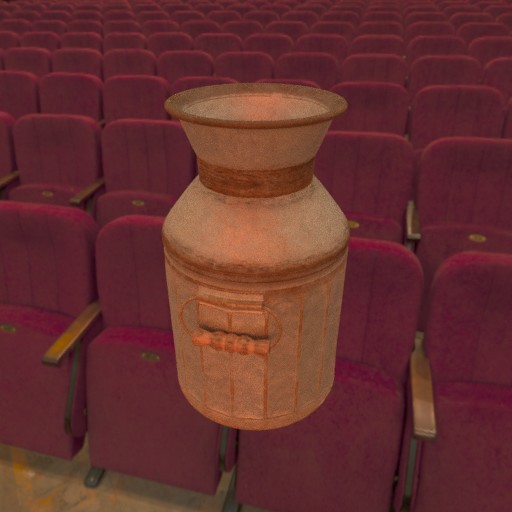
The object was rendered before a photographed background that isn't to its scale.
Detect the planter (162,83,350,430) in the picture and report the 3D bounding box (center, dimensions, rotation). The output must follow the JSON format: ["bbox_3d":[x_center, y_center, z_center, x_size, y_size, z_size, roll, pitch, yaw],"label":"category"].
[{"bbox_3d":[0.000,0.000,0.525,0.215,0.358,0.248,8,32,12],"label":"planter"}]
